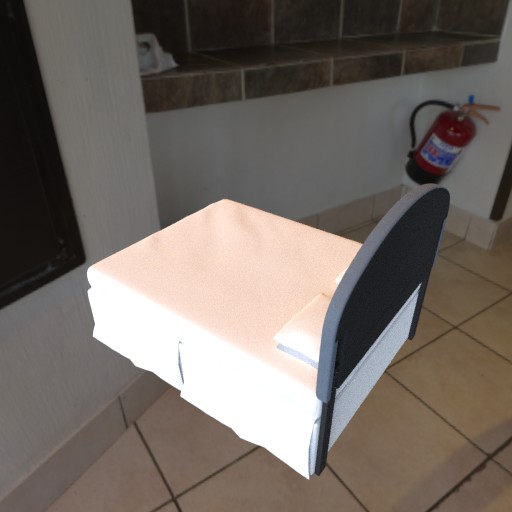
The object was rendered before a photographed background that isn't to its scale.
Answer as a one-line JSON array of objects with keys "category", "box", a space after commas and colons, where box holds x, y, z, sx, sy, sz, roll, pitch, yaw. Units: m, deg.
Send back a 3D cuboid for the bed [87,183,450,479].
[{"category": "bed", "box": [0.000, 0.000, 3.072, 2.005, 1.410, 1.607, 22, 38, 31]}]
